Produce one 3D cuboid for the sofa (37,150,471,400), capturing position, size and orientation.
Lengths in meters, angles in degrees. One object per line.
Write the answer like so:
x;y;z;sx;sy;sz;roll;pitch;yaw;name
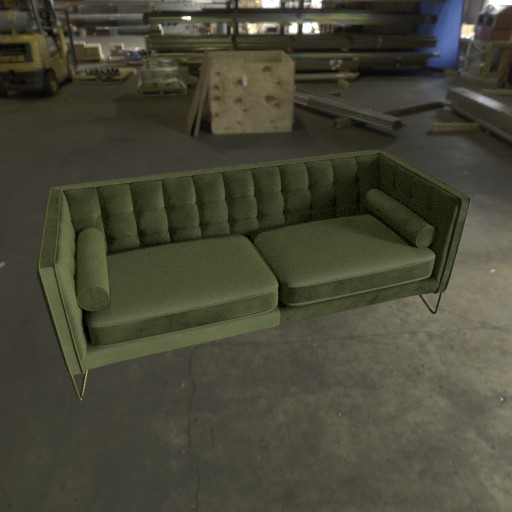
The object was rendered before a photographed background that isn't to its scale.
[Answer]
0.000;0.000;2.512;2.087;0.789;0.867;-10;33;-16;sofa
